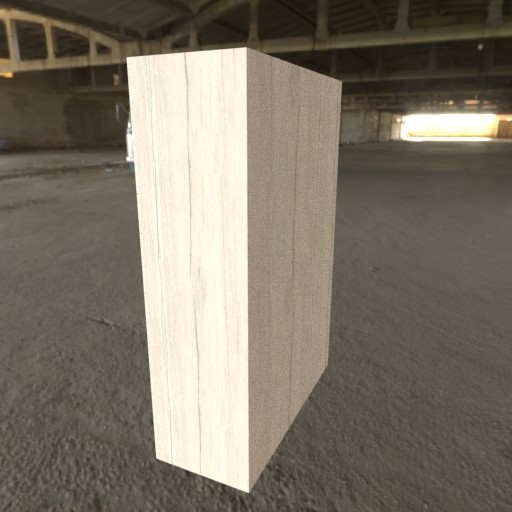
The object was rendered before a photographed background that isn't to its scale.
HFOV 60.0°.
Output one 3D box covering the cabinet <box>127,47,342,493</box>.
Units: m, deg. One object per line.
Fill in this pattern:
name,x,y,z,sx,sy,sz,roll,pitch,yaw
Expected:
cabinet,0.000,0.000,2.682,0.580,2.070,1.400,7,18,24
